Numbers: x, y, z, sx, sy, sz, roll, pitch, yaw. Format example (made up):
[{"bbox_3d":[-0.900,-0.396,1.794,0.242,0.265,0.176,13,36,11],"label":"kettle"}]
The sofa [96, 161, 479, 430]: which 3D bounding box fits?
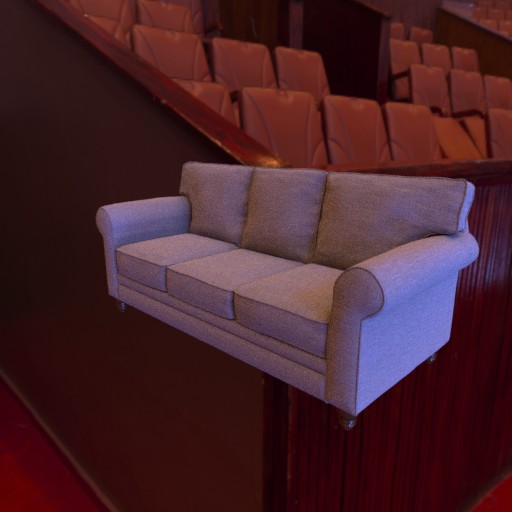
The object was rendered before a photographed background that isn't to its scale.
[{"bbox_3d":[0.000,0.000,2.507,2.084,0.961,0.916,14,21,43],"label":"sofa"}]
